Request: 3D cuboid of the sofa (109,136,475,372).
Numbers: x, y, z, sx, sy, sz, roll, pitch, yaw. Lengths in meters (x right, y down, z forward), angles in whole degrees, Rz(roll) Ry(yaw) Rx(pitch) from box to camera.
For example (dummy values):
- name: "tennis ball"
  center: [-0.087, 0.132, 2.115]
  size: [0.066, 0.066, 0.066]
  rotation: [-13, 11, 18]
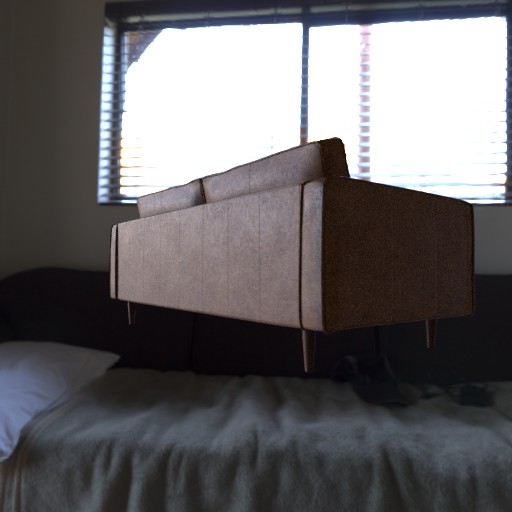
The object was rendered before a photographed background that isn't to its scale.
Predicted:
- name: "sofa"
  center: [0.000, 0.000, 2.352]
  size: [0.924, 0.825, 1.920]
  rotation: [1, -2, -37]
